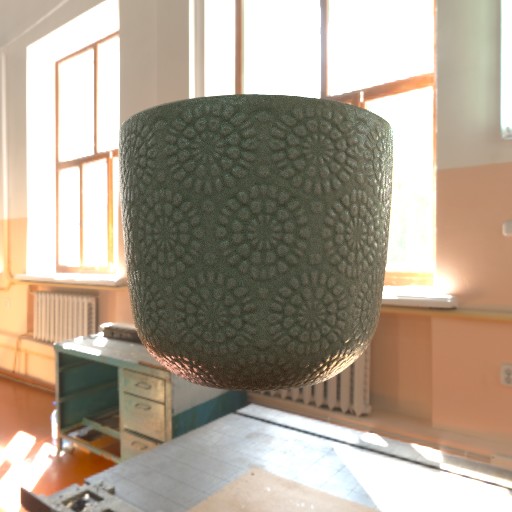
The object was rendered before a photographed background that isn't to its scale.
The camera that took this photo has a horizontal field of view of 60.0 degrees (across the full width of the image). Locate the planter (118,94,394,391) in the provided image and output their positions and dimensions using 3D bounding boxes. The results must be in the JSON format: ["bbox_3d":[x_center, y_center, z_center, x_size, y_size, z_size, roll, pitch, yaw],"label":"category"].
[{"bbox_3d":[0.000,0.000,0.209,0.124,0.109,0.124,0,0,0],"label":"planter"}]
